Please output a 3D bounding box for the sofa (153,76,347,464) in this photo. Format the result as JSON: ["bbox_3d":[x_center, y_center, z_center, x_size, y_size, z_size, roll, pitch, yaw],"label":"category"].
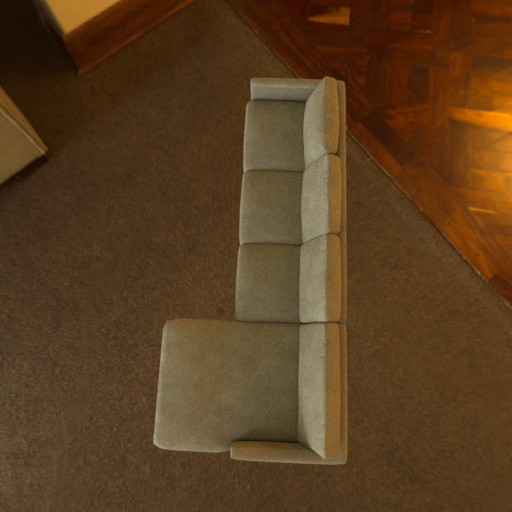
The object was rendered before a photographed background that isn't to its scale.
[{"bbox_3d":[0.000,0.000,4.131,1.604,0.950,3.471,2,76,1],"label":"sofa"}]
